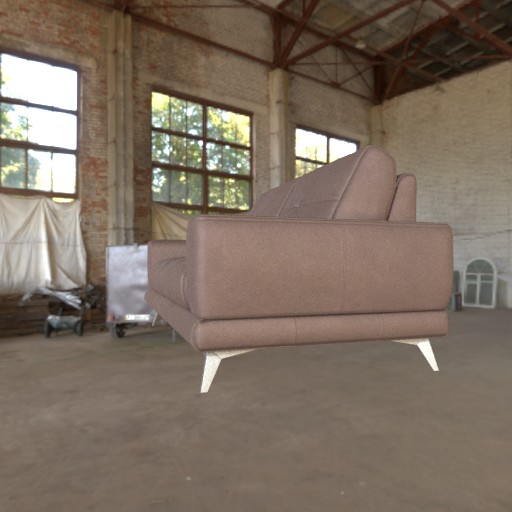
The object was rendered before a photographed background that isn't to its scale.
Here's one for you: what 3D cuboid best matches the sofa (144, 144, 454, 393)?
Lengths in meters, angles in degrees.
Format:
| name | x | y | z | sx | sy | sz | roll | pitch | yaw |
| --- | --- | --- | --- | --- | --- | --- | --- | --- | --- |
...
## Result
| name | x | y | z | sx | sy | sz | roll | pitch | yaw |
| --- | --- | --- | --- | --- | --- | --- | --- | --- | --- |
| sofa | 0.000 | 0.000 | 2.341 | 1.018 | 0.907 | 1.806 | 0 | -1 | -19 |
